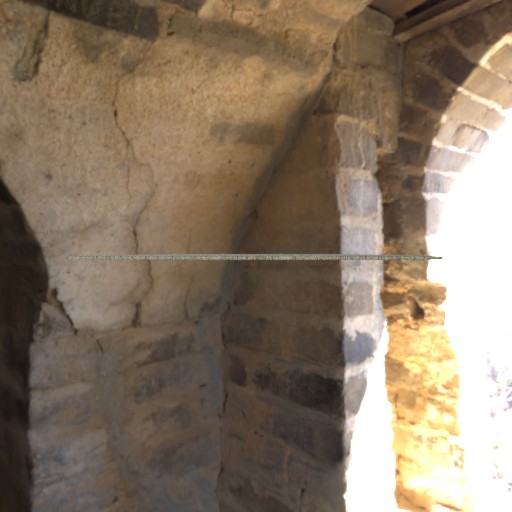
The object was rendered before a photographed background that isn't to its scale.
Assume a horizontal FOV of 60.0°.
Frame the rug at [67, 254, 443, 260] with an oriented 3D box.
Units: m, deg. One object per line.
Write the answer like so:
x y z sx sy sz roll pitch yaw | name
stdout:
0.000 0.000 2.892 1.523 0.017 2.263 0 0 0 | rug
